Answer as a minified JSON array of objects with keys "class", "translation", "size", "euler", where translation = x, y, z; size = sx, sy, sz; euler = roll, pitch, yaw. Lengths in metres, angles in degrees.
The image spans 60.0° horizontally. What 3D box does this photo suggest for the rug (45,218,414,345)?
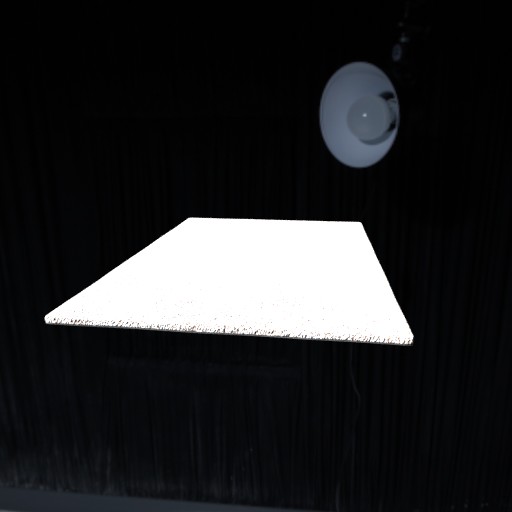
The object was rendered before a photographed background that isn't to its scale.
[{"class":"rug","translation":[0.000,0.000,2.273],"size":[1.219,0.030,1.778],"euler":[2,16,7]}]
